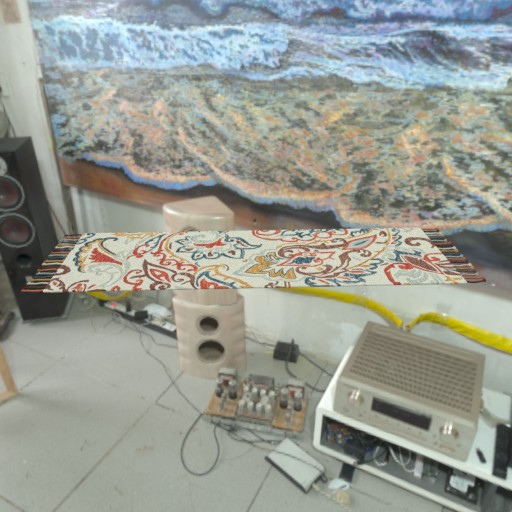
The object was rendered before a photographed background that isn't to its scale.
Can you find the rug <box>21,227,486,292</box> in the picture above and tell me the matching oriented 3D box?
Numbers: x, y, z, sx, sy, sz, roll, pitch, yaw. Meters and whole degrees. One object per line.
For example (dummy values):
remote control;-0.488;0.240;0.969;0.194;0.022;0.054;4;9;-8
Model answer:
rug;0.000;0.000;2.874;2.682;0.015;0.763;-1;28;-2
